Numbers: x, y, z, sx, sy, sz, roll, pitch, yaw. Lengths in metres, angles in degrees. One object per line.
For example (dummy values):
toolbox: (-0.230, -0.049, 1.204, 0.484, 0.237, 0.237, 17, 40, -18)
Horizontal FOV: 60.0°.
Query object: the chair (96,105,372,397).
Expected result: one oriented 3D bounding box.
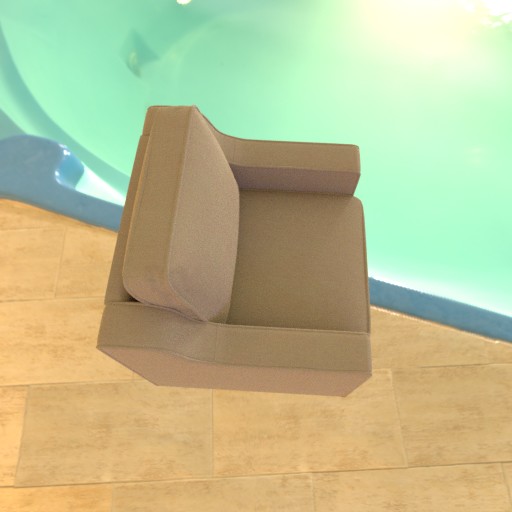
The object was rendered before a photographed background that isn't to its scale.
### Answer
chair: (0.000, 0.000, 1.718, 0.882, 0.948, 0.922, 3, 64, 1)
